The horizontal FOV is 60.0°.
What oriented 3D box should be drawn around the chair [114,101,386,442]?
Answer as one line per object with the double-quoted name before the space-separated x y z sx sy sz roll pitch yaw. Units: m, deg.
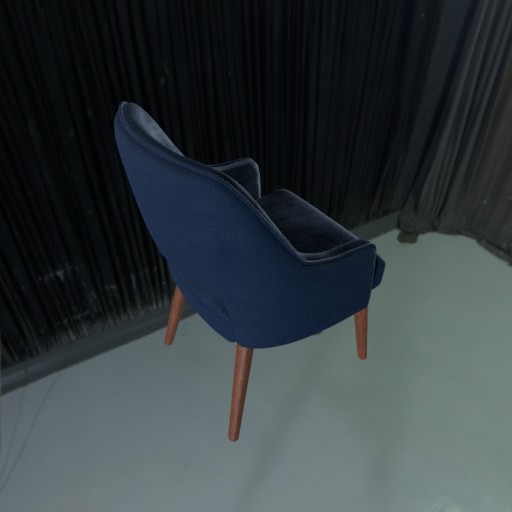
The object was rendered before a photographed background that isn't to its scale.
"chair" 0.000 0.000 1.216 0.591 0.844 0.559 -24 45 -26
